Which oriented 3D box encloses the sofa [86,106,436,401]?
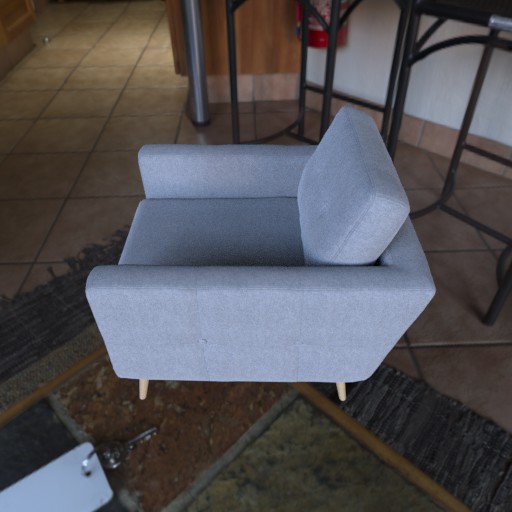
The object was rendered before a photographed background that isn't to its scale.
[{"bbox_3d":[0.000,0.000,1.520,0.920,0.860,0.770,0,42,0],"label":"sofa"}]
